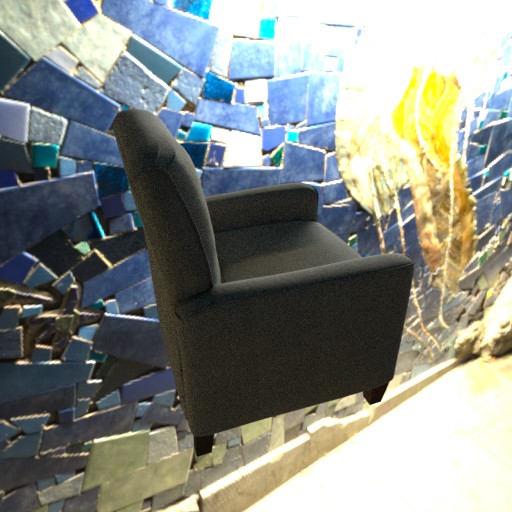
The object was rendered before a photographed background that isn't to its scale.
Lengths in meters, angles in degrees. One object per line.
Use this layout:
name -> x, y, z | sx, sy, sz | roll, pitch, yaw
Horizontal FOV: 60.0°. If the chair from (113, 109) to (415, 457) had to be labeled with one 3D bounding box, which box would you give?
chair -> 0.000, 0.000, 1.645 | 0.858, 1.028, 0.841 | -10, 30, -17
